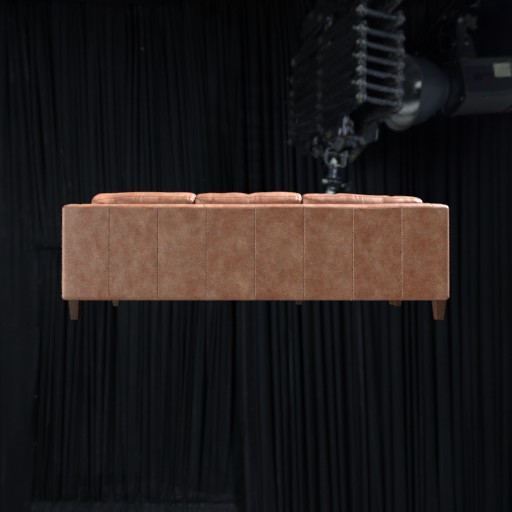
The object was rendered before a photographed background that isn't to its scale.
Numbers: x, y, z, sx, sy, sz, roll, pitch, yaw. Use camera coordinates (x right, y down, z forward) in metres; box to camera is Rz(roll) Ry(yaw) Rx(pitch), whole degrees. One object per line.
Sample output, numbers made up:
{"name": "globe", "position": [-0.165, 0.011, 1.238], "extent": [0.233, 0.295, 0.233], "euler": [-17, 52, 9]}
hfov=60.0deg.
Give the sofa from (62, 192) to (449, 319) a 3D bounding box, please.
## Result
{"name": "sofa", "position": [0.000, 0.000, 4.460], "extent": [2.430, 0.832, 3.401], "euler": [0, -1, 0]}
